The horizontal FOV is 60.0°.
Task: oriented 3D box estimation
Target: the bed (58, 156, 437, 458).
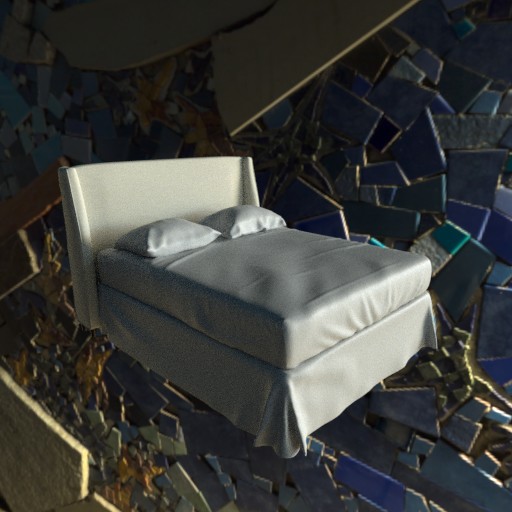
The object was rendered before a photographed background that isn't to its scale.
[{"bbox_3d":[0.000,0.000,3.336,2.276,1.332,1.925,15,22,42],"label":"bed"}]
